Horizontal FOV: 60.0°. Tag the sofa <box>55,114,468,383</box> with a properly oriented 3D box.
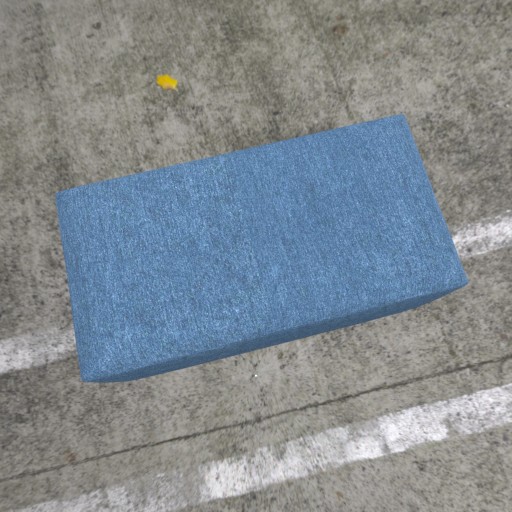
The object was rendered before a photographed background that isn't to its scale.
[{"bbox_3d":[0.000,0.000,1.220,0.930,0.470,0.480,-14,75,-4],"label":"sofa"}]
